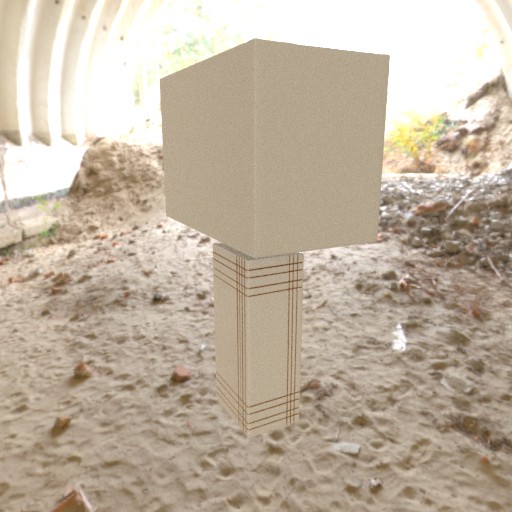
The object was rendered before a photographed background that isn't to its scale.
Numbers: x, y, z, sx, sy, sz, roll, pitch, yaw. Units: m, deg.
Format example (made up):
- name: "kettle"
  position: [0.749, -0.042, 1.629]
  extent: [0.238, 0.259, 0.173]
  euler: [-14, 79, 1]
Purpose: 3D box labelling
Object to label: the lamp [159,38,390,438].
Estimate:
- name: "lamp"
  position: [0.000, 0.000, 0.688]
  extent: [0.182, 0.543, 0.334]
  euler: [-8, 16, -27]
